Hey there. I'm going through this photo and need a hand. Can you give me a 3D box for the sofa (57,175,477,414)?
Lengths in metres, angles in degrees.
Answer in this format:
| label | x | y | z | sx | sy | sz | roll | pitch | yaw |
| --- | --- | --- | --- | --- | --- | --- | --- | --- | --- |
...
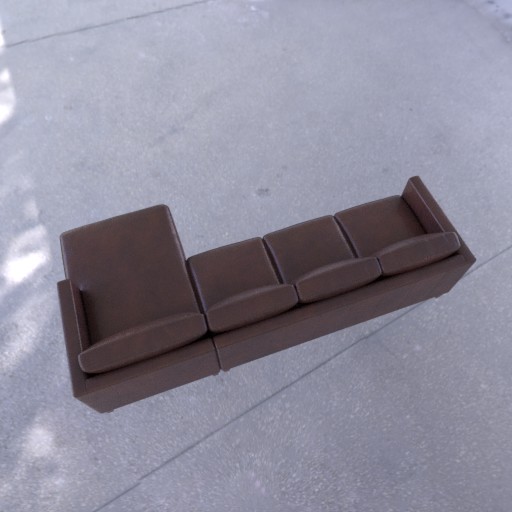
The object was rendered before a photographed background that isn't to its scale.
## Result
| label | x | y | z | sx | sy | sz | roll | pitch | yaw |
| --- | --- | --- | --- | --- | --- | --- | --- | --- | --- |
| sofa | 0.000 | 0.000 | 3.894 | 3.203 | 0.883 | 1.581 | -17 | 62 | -10 |
